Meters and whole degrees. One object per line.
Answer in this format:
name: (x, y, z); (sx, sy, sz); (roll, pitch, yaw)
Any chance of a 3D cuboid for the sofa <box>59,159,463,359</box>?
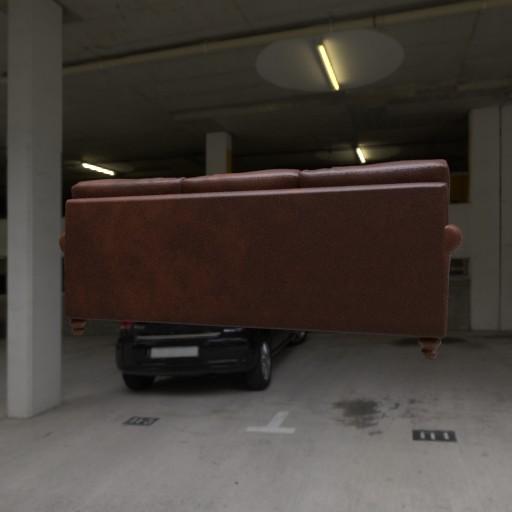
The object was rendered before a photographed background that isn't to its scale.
sofa: (0.000, 0.000, 2.816); (2.351, 0.977, 0.973); (0, 0, 18)
